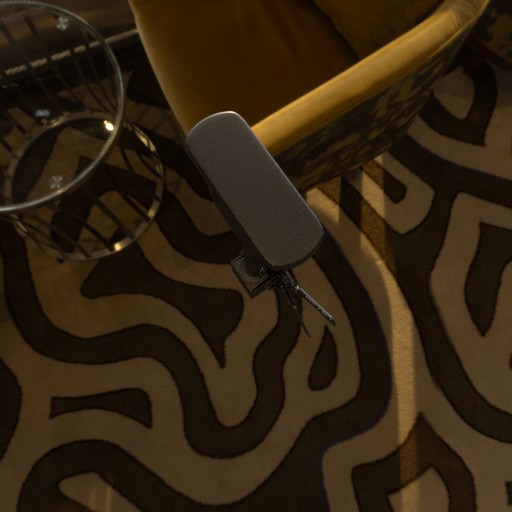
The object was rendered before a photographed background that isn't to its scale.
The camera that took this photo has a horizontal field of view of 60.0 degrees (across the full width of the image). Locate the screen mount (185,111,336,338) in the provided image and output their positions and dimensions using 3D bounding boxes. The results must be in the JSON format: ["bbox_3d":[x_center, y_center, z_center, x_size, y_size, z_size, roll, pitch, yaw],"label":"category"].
[{"bbox_3d":[0.000,0.000,0.873,0.090,0.729,0.393,-33,79,-7],"label":"screen mount"}]
